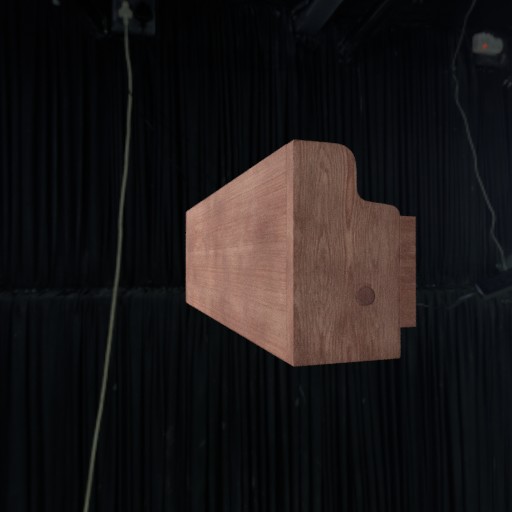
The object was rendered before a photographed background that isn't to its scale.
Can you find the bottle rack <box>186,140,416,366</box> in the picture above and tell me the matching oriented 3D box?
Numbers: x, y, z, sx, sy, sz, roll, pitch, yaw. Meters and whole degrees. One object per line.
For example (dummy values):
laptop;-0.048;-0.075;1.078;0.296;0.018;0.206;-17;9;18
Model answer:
bottle rack;0.000;0.000;0.692;0.126;0.196;0.608;0;-1;-18
